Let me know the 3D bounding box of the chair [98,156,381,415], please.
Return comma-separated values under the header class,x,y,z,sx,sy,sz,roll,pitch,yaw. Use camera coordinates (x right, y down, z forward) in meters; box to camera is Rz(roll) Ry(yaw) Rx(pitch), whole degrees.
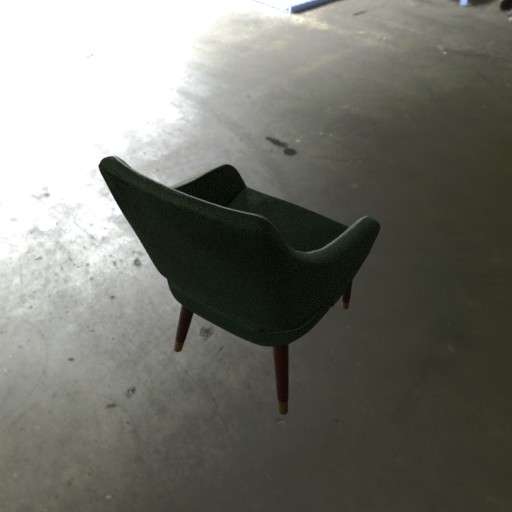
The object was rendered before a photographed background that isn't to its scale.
class,x,y,z,sx,sy,sz,roll,pitch,yaw
chair,0.000,0.000,1.590,0.683,1.081,0.794,24,51,22
